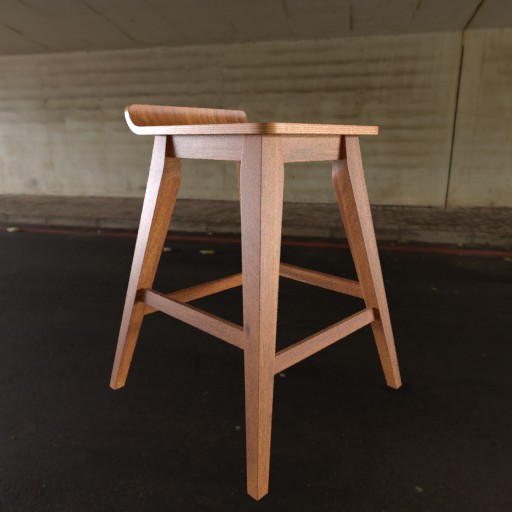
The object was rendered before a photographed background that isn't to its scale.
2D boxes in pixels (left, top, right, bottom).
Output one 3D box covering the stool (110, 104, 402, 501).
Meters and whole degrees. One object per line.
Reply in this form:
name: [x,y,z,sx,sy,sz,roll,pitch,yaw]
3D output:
stool: [0.000,0.000,0.991,0.500,0.650,0.500,14,20,43]
